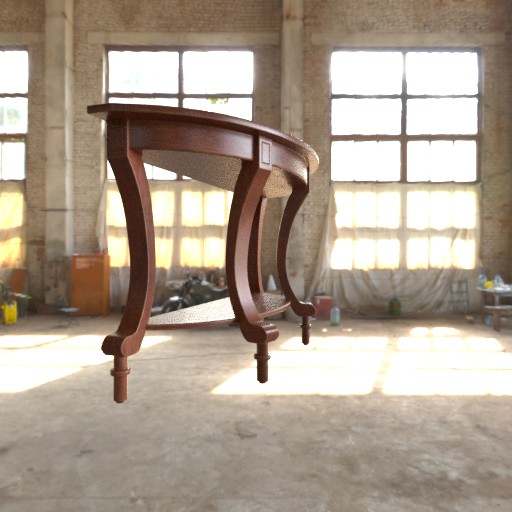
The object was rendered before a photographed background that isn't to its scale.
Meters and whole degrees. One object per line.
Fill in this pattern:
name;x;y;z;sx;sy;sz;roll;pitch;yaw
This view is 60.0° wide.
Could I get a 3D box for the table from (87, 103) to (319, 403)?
table;0.000;0.000;1.513;0.394;0.699;1.198;0;1;19
